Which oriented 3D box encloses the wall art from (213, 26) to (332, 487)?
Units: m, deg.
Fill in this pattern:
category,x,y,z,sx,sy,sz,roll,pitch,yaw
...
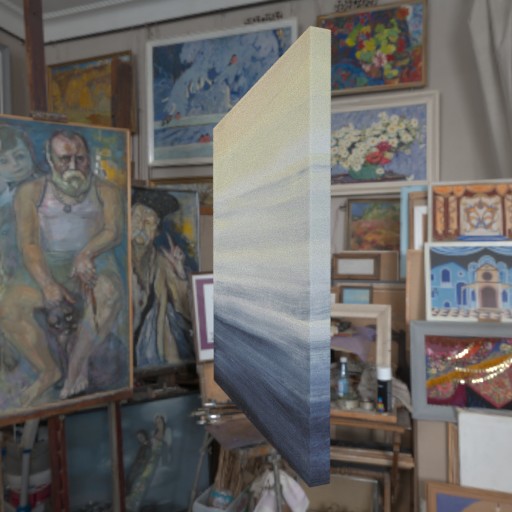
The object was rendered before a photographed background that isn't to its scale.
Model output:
category,x,y,z,sx,sy,sz,roll,pitch,yaw
wall art,0.000,0.000,0.970,0.041,0.710,0.608,0,1,-20
